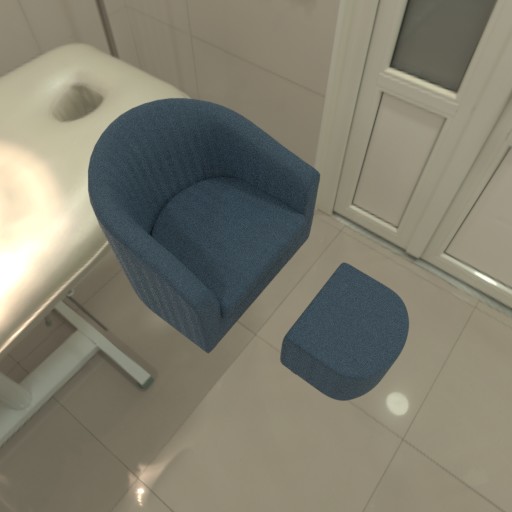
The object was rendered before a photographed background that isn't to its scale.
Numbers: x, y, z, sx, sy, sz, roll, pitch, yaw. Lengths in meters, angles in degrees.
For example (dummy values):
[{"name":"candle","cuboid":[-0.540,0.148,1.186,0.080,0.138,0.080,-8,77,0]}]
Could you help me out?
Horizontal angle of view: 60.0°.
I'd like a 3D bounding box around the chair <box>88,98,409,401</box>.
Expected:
[{"name":"chair","cuboid":[0.000,0.000,1.755,1.288,0.757,0.756,32,62,20]}]
